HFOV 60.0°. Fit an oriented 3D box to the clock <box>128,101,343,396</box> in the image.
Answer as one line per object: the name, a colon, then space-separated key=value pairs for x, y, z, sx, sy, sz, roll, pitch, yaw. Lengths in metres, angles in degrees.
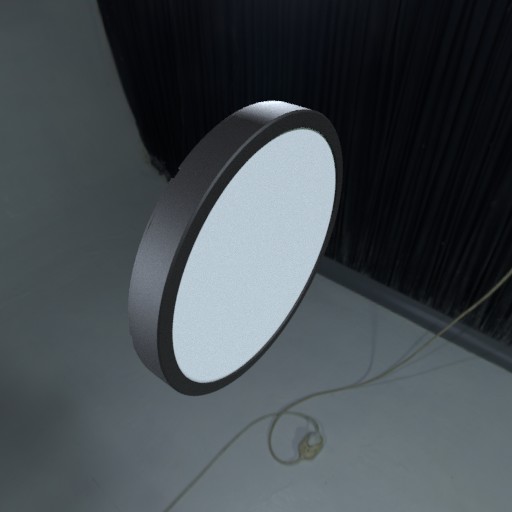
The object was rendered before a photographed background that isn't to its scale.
clock: x=0.000 y=0.000 z=0.442 sx=0.040 sy=0.293 sz=0.293 roll=27 pitch=48 yaw=26
